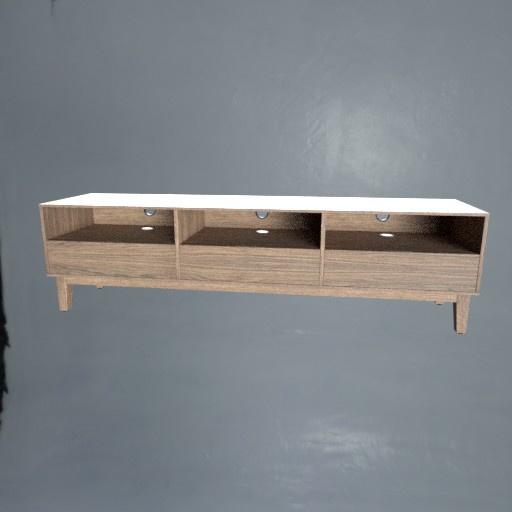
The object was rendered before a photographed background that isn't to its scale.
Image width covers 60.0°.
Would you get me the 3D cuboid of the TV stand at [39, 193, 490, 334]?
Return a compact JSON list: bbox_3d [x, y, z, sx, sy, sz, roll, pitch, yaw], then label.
[{"bbox_3d":[0.000,0.000,1.669,1.482,0.409,0.366,2,14,8],"label":"TV stand"}]
